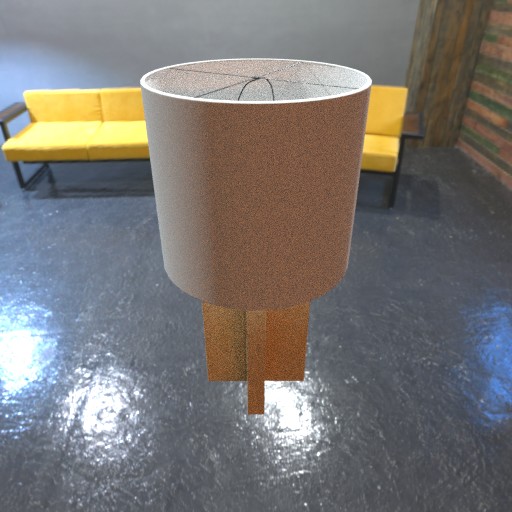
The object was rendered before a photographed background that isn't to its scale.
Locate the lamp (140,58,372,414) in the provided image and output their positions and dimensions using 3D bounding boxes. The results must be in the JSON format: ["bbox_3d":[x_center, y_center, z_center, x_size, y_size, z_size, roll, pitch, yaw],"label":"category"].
[{"bbox_3d":[0.000,0.000,0.559,0.229,0.428,0.229,0,32,0],"label":"lamp"}]
